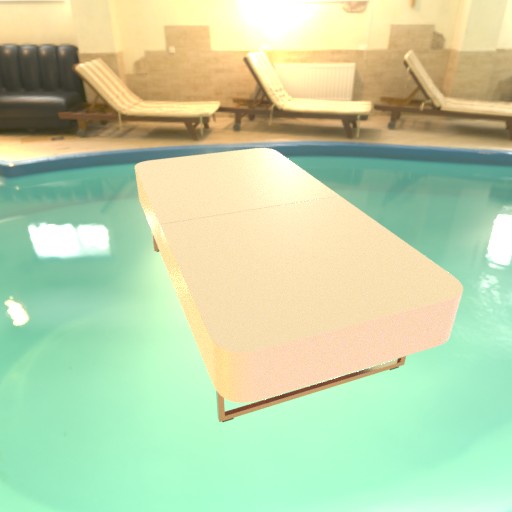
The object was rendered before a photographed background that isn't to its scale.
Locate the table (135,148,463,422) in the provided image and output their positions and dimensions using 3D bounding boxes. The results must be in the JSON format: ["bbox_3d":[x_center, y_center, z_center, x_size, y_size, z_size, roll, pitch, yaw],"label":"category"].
[{"bbox_3d":[0.000,0.000,1.471,0.600,0.340,1.200,-11,32,-18],"label":"table"}]
